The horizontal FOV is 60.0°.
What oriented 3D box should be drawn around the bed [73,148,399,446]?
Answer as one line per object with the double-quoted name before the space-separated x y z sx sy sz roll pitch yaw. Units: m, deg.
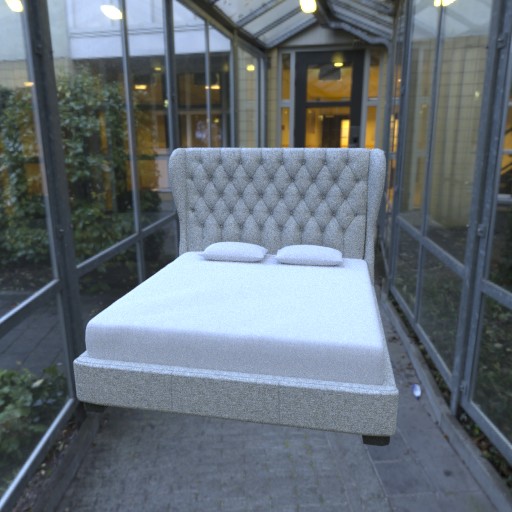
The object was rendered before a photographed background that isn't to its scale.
"bed" 0.000 0.000 3.786 2.219 1.771 2.347 3 15 10
